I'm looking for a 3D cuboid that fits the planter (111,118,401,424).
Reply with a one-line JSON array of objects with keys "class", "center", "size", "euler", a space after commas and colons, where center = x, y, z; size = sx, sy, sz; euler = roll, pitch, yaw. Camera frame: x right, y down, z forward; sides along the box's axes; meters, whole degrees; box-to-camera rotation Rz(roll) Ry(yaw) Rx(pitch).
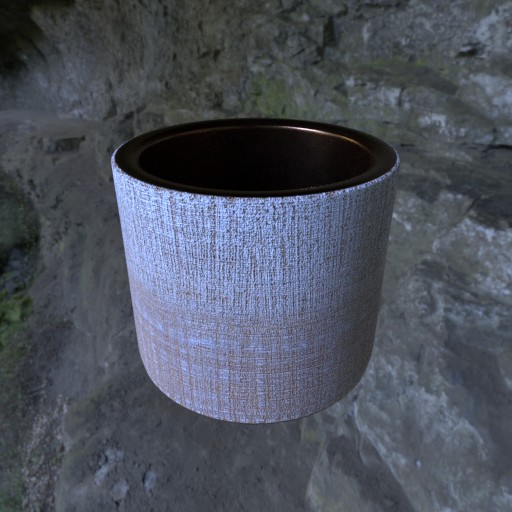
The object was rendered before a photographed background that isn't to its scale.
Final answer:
[{"class": "planter", "center": [0.000, 0.000, 0.192], "size": [0.109, 0.096, 0.109], "euler": [0, 29, 0]}]
